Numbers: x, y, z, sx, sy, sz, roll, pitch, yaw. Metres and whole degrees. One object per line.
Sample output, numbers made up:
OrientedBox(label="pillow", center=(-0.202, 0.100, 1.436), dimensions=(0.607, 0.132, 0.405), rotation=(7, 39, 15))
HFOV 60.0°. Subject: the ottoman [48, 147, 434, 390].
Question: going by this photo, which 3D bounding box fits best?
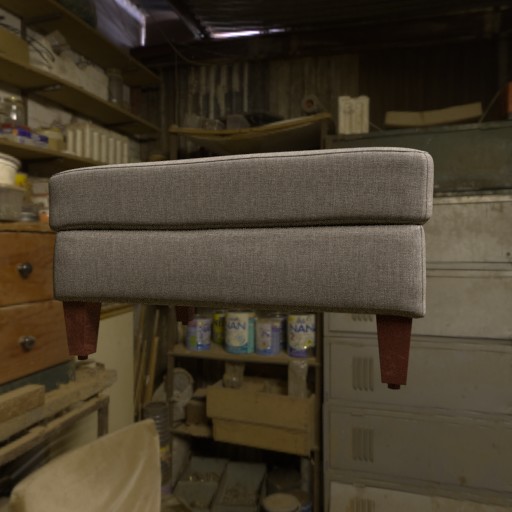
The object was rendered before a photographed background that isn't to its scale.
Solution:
OrientedBox(label="ottoman", center=(0.000, 0.000, 1.206), dimensions=(0.873, 0.494, 0.639), rotation=(0, 1, 18))
